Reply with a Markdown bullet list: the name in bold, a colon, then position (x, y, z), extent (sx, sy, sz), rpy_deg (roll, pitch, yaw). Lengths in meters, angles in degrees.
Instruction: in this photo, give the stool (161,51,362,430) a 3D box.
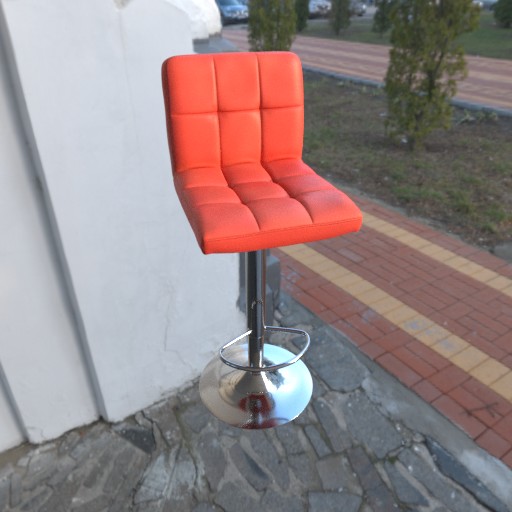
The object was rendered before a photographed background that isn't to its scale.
- **stool**: position (0.000, 0.000, 1.383), extent (0.430, 1.115, 0.505), rpy_deg (-9, 32, -15)
